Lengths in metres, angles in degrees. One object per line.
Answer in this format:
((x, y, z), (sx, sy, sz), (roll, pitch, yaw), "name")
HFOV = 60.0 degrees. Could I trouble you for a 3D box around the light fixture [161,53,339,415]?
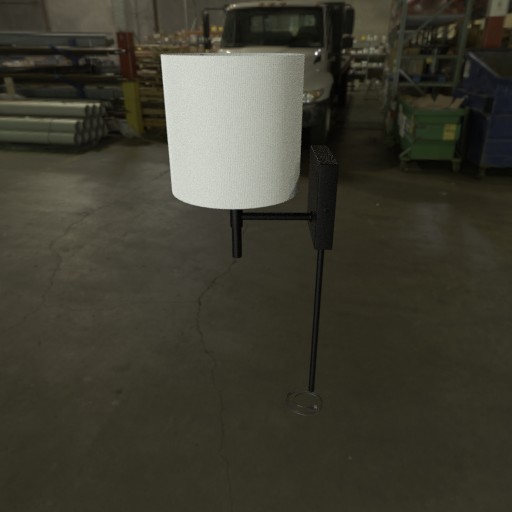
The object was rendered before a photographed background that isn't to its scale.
((0.000, 0.000, 0.711), (0.248, 0.589, 0.188), (0, 26, 1), "light fixture")
